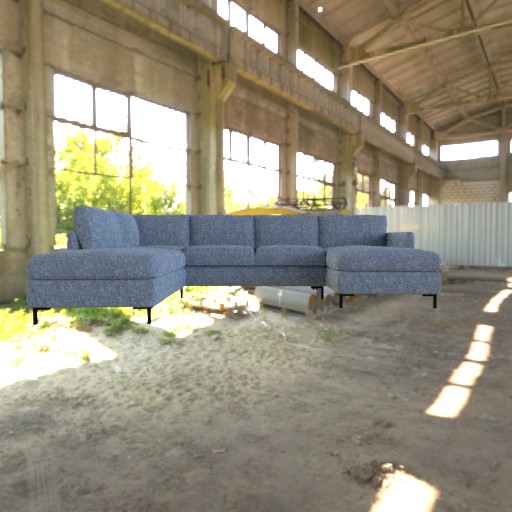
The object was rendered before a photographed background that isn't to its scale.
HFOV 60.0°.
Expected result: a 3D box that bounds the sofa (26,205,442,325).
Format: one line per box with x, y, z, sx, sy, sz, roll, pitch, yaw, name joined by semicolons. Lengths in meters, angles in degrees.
0.000;0.000;3.535;2.737;0.756;1.879;0;2;0;sofa
